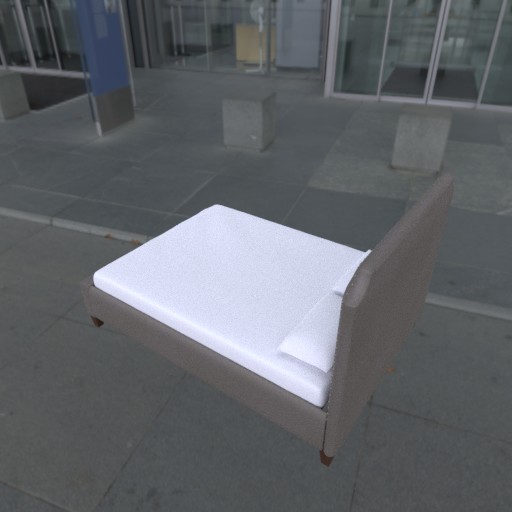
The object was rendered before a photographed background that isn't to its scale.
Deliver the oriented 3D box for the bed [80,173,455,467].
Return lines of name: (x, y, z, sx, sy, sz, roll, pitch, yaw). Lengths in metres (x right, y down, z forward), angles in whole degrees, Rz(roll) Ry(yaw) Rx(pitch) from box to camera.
bed: (0.000, 0.000, 3.484, 2.372, 1.443, 1.712, 21, 38, 29)
